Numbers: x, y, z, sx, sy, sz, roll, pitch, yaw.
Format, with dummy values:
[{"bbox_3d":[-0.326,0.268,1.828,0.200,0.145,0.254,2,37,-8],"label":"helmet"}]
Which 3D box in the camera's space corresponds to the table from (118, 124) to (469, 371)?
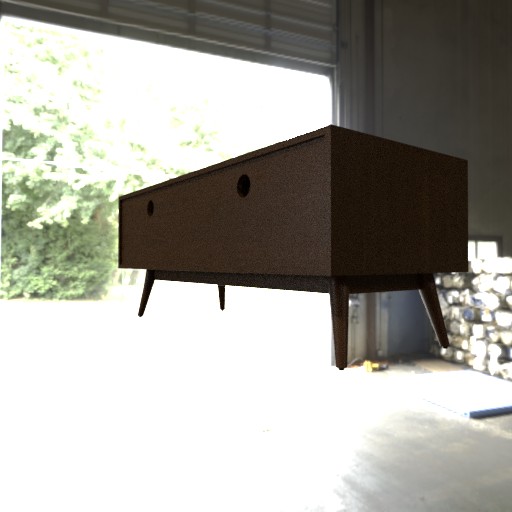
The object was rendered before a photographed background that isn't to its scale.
[{"bbox_3d":[0.000,0.000,1.399,0.490,0.464,1.119,1,-1,-36],"label":"table"}]
